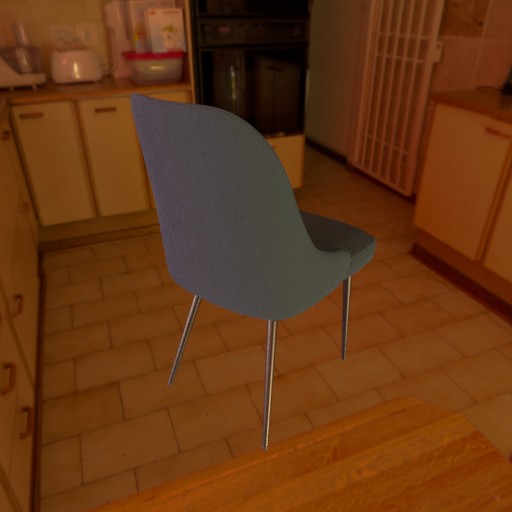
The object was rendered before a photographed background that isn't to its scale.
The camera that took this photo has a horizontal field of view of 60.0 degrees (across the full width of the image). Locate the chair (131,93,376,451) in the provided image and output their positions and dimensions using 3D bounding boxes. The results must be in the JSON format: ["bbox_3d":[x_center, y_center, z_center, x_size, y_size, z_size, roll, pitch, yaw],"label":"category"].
[{"bbox_3d":[0.000,0.000,1.205,0.478,0.896,0.559,21,36,32],"label":"chair"}]
